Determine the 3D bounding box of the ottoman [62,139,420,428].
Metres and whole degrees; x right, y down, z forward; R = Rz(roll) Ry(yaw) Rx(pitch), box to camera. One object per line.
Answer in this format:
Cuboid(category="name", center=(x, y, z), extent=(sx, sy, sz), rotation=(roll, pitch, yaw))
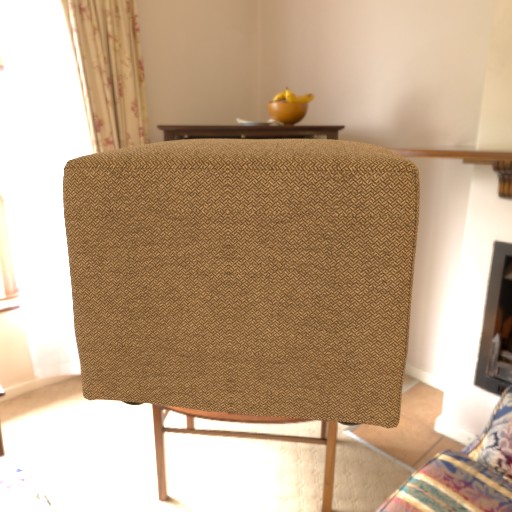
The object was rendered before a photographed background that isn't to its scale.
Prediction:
Cuboid(category="ottoman", center=(0.000, 0.000, 0.886), extent=(0.519, 0.453, 0.512), rotation=(2, 15, 8))
